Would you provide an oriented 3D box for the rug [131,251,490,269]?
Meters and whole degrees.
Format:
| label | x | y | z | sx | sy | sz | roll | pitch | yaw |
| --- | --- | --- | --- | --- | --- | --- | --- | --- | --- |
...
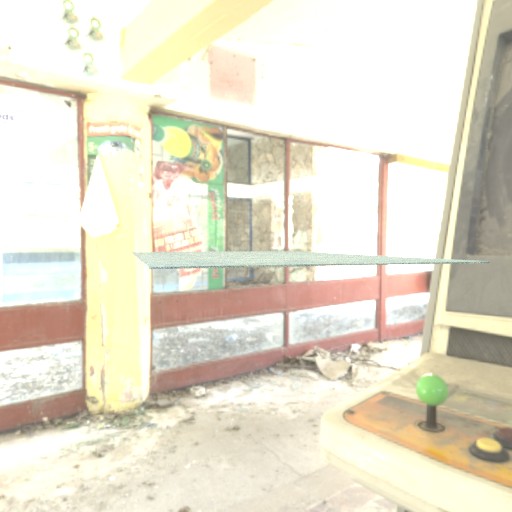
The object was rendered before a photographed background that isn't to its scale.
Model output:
| label | x | y | z | sx | sy | sz | roll | pitch | yaw |
| --- | --- | --- | --- | --- | --- | --- | --- | --- | --- |
| rug | 0.000 | 0.000 | 2.193 | 1.142 | 0.006 | 1.752 | -1 | 2 | -17 |
